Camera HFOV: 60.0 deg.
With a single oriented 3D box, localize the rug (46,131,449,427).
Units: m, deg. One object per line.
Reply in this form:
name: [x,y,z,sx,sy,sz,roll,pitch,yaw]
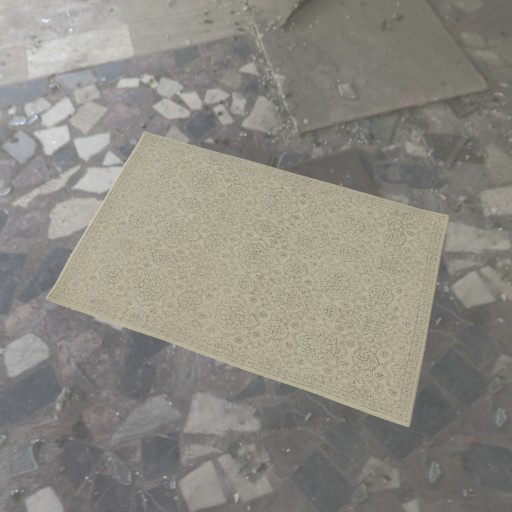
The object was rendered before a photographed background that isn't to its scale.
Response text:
rug: [0.000,0.000,2.456,1.947,0.023,1.214,17,65,8]
